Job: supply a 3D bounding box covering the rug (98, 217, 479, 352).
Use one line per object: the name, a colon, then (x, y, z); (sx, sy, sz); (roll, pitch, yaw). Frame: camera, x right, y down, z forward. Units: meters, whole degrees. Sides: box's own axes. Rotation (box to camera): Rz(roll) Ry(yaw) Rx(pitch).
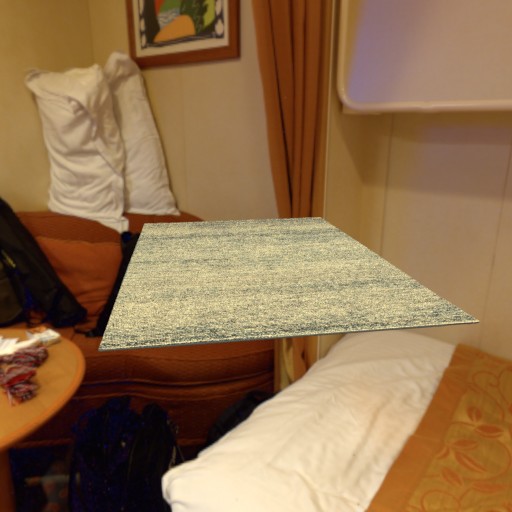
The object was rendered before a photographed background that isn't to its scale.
rug: (0.000, 0.000, 2.938); (1.624, 0.030, 2.349); (-3, 17, -9)
